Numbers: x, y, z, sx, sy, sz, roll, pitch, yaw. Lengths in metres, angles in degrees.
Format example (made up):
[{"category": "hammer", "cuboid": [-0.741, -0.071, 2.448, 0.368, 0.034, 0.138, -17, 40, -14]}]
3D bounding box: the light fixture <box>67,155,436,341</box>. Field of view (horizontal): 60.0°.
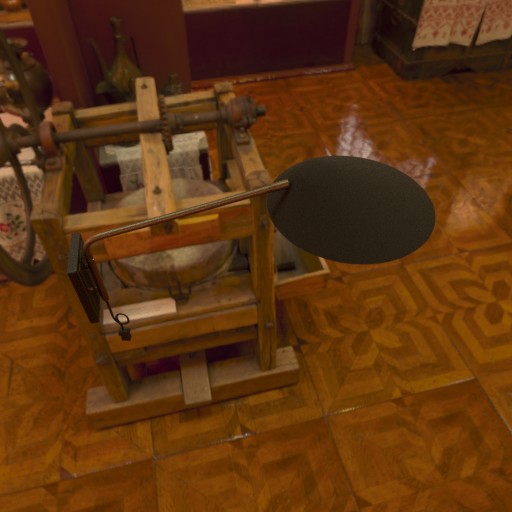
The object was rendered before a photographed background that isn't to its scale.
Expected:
[{"category": "light fixture", "cuboid": [0.000, 0.000, 0.681, 0.516, 0.312, 0.240, -9, 47, -8]}]
